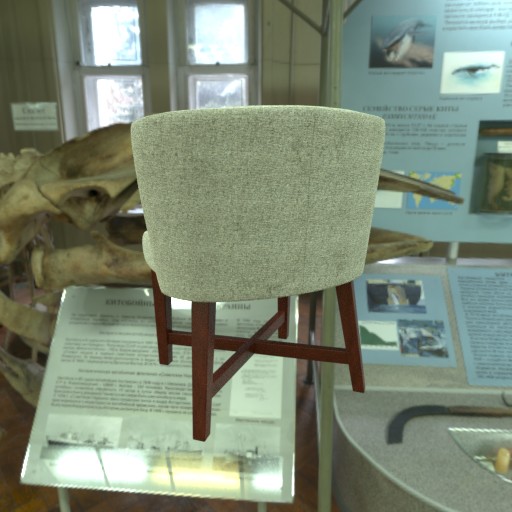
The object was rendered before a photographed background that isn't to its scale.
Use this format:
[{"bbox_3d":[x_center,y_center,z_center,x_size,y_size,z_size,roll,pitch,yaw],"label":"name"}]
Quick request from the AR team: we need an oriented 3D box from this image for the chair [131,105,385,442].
[{"bbox_3d":[0.000,0.000,1.343,0.728,0.827,0.575,-7,16,-26],"label":"chair"}]
